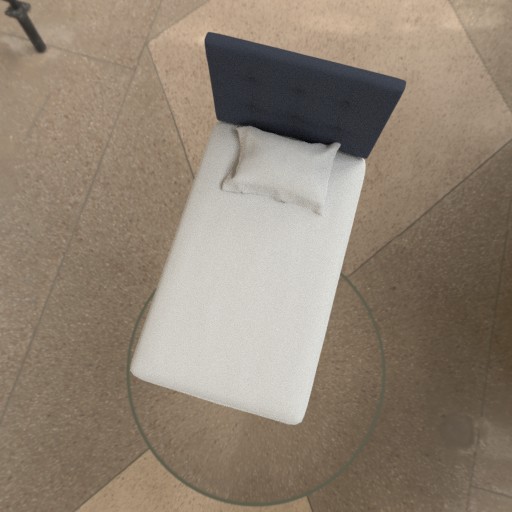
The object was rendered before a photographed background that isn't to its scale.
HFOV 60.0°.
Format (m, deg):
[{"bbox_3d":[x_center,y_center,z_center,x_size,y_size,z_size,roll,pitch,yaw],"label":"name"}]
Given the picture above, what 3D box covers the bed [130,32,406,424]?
[{"bbox_3d":[0.000,0.000,2.958,1.261,1.571,1.997,16,77,4],"label":"bed"}]
